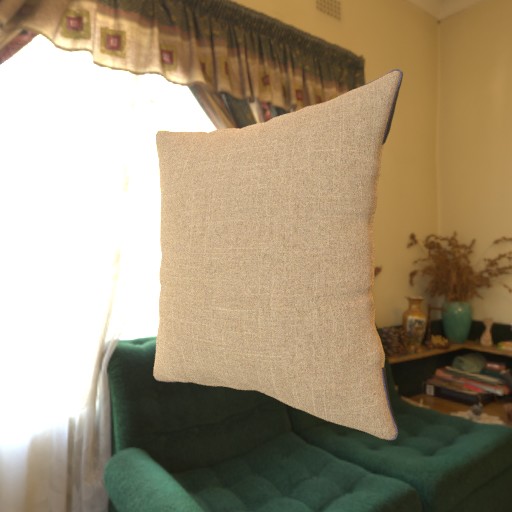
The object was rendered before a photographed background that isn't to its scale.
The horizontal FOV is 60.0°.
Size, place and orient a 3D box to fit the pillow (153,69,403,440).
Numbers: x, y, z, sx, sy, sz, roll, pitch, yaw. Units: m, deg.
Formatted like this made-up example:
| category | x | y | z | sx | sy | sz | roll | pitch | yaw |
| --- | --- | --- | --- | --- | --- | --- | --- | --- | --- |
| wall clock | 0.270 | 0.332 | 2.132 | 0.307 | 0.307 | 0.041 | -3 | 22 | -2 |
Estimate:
| category | x | y | z | sx | sy | sz | roll | pitch | yaw |
| --- | --- | --- | --- | --- | --- | --- | --- | --- | --- |
| pillow | 0.000 | 0.000 | 0.658 | 0.440 | 0.441 | 0.147 | 0 | 0 | 36 |
